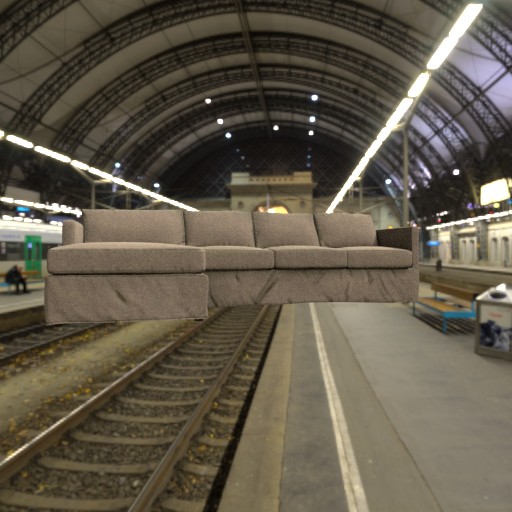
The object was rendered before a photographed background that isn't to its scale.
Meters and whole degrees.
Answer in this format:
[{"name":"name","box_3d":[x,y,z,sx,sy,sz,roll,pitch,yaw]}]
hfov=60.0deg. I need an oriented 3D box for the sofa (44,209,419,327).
[{"name":"sofa","box_3d":[0.000,0.000,3.909,3.205,0.922,1.650,0,0,-16]}]
